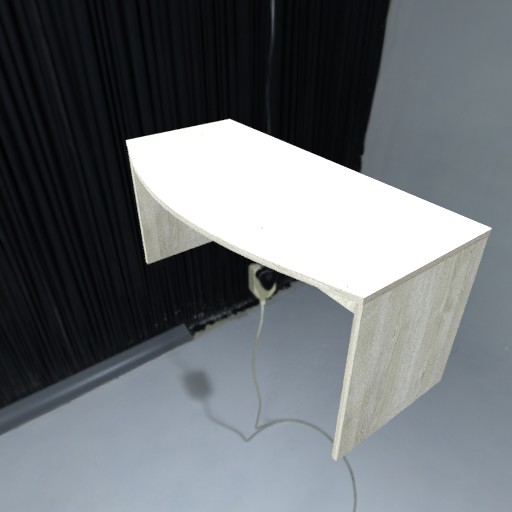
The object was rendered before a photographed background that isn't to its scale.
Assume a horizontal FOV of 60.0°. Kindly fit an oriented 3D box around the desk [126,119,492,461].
[{"bbox_3d":[0.000,0.000,2.045,0.802,0.752,1.600,-22,39,-30],"label":"desk"}]
